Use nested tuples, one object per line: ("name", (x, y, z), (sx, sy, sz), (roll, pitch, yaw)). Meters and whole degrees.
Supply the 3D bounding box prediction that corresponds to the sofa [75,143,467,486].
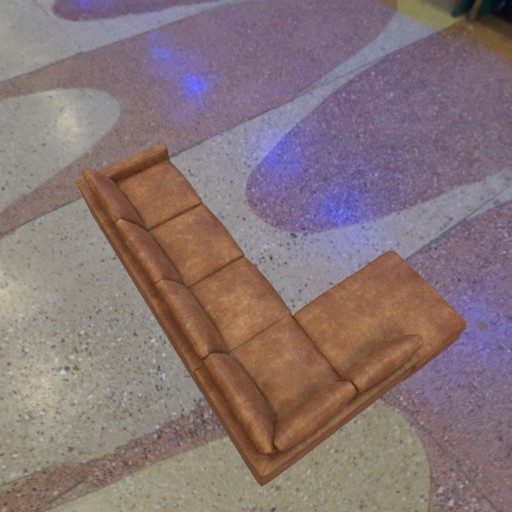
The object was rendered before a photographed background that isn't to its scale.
("sofa", (0.000, 0.000, 3.810), (1.938, 0.877, 2.984), (-30, 62, -18))
